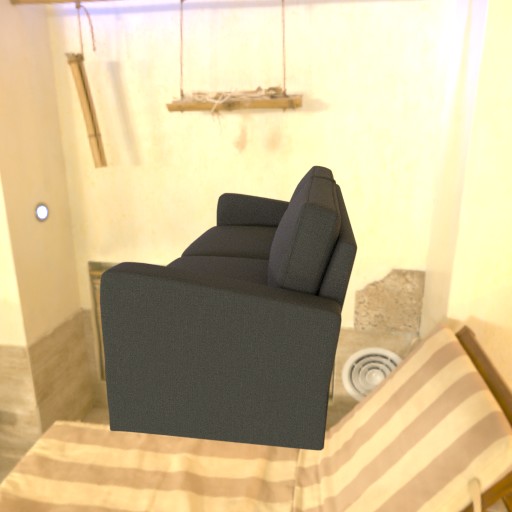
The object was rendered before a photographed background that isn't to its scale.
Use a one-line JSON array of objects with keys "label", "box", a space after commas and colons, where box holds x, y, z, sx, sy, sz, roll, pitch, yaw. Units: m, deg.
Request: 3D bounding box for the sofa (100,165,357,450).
[{"label": "sofa", "box": [0.000, 0.000, 2.329, 0.898, 0.839, 1.852, 2, 16, 8]}]
